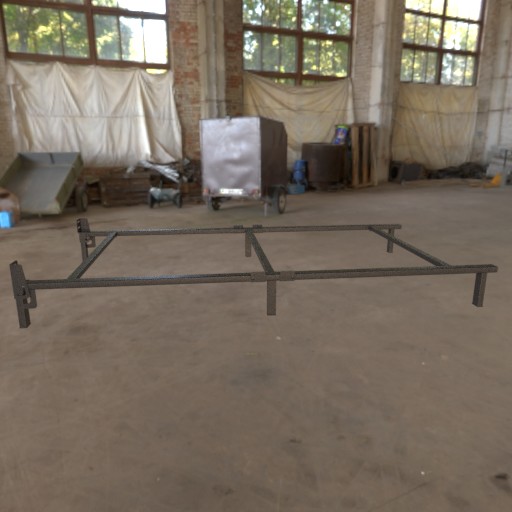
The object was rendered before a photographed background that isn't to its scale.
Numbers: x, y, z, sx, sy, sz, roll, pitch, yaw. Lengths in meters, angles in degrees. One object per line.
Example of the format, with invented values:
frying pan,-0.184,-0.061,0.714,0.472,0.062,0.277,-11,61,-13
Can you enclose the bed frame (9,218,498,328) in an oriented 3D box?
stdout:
bed frame,0.000,0.000,2.189,1.897,0.248,0.968,-2,15,-7
